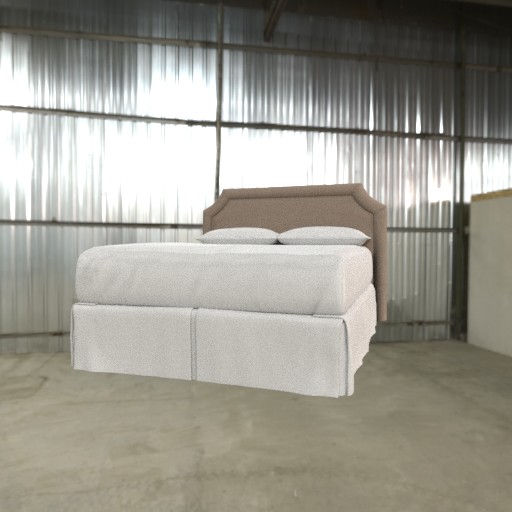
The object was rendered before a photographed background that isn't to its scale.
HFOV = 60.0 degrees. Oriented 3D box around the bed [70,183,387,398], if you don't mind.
[{"bbox_3d":[0.000,0.000,3.340,1.828,1.303,2.164,1,2,18],"label":"bed"}]
